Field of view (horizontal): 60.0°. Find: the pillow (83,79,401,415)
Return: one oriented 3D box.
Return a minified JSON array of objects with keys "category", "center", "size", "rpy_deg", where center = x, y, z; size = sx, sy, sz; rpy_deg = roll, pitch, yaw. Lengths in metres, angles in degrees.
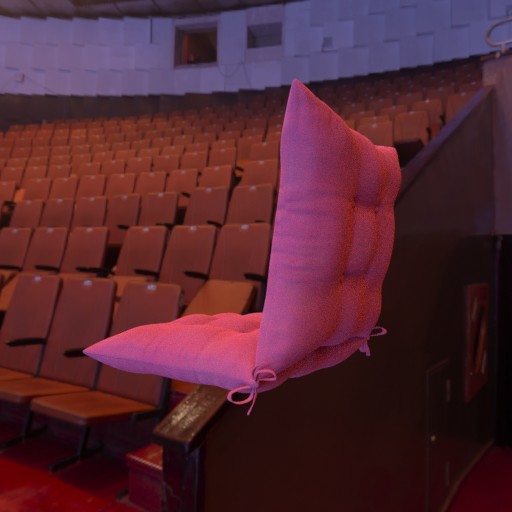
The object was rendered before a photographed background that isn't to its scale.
[{"category":"pillow","center":[0.000,0.000,1.021],"size":[0.585,0.536,0.541],"rpy_deg":[0,-1,35]}]
